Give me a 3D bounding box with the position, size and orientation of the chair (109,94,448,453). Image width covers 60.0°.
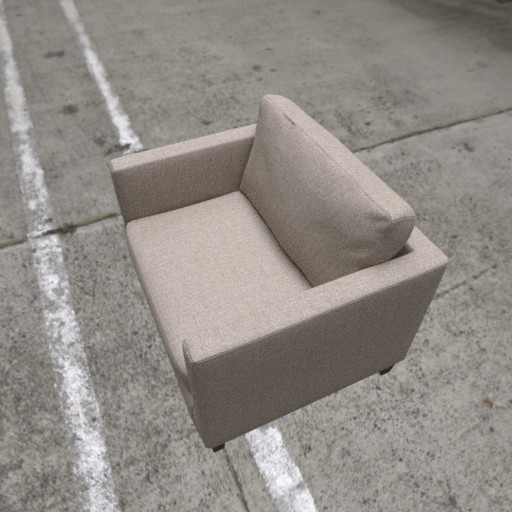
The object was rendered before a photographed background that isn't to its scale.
[{"bbox_3d":[0.000,0.000,1.872,0.959,0.961,1.107,-19,49,-17],"label":"chair"}]
